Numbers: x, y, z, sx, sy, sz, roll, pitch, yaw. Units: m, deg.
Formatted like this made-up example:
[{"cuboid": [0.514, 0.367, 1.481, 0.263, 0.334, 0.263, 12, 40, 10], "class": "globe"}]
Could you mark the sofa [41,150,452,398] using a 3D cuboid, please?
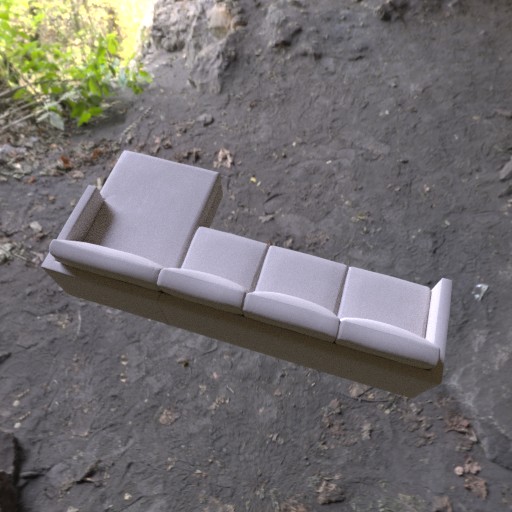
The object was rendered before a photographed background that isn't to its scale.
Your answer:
[{"cuboid": [0.000, 0.000, 4.199, 3.471, 0.954, 1.599, 15, 64, 8], "class": "sofa"}]
